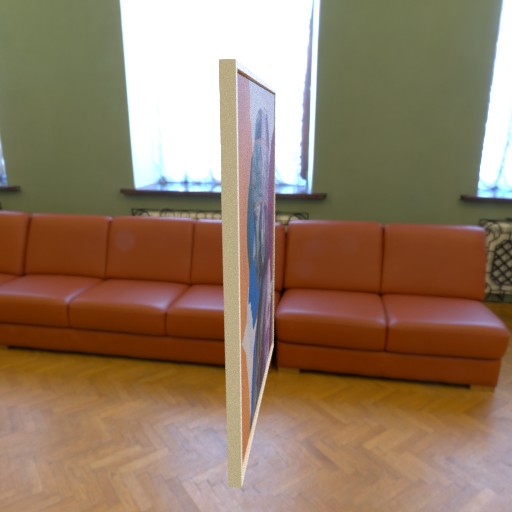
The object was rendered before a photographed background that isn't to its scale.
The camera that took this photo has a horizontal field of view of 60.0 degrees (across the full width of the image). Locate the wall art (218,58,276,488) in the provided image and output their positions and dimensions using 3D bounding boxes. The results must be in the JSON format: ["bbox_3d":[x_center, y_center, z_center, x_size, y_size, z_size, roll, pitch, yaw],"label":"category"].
[{"bbox_3d":[0.000,0.000,1.406,0.039,1.050,0.795,2,17,8],"label":"wall art"}]
